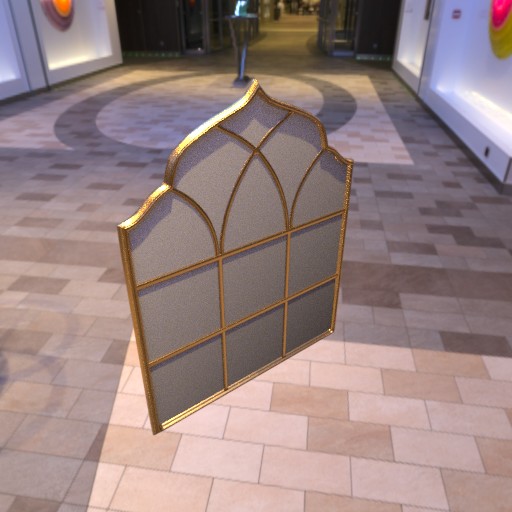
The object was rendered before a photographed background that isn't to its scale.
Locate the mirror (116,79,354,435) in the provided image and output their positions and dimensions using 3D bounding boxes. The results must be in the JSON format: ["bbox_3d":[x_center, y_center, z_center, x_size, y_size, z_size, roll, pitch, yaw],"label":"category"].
[{"bbox_3d":[0.000,0.000,0.851,0.513,0.635,0.018,-21,36,-32],"label":"mirror"}]
